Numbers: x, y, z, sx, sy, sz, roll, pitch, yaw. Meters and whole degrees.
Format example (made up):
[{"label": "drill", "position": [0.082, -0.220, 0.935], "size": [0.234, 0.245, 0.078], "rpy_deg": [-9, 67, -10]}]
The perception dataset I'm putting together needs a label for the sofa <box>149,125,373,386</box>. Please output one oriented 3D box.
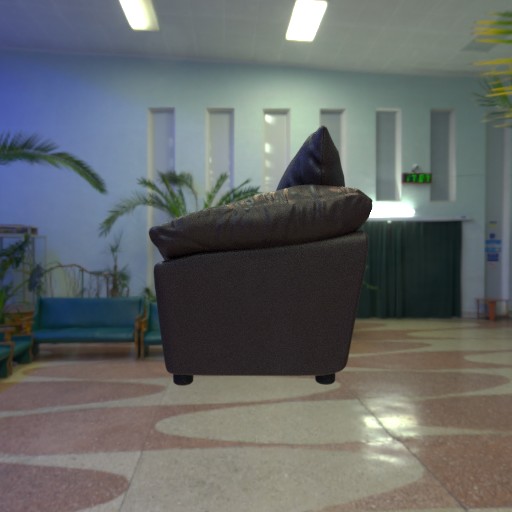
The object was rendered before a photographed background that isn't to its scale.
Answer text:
[{"label": "sofa", "position": [0.000, 0.000, 2.846], "size": [0.907, 1.091, 2.390], "rpy_deg": [0, 0, -1]}]
